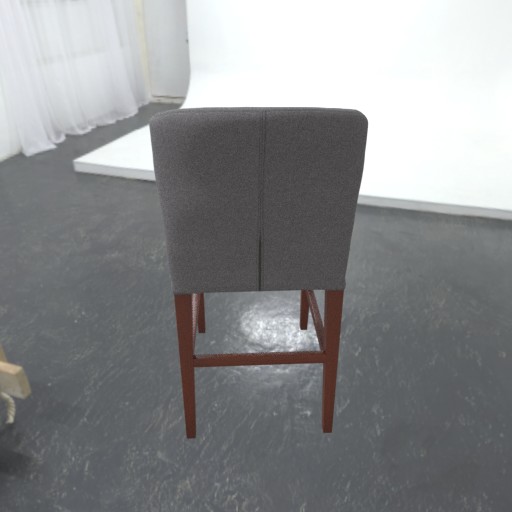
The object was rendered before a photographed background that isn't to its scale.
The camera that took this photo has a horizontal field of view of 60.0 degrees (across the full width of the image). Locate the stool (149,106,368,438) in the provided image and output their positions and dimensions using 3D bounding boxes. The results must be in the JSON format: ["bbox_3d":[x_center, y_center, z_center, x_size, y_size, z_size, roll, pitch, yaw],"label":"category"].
[{"bbox_3d":[0.000,0.000,1.323,0.481,0.968,0.568,-1,30,-2],"label":"stool"}]
